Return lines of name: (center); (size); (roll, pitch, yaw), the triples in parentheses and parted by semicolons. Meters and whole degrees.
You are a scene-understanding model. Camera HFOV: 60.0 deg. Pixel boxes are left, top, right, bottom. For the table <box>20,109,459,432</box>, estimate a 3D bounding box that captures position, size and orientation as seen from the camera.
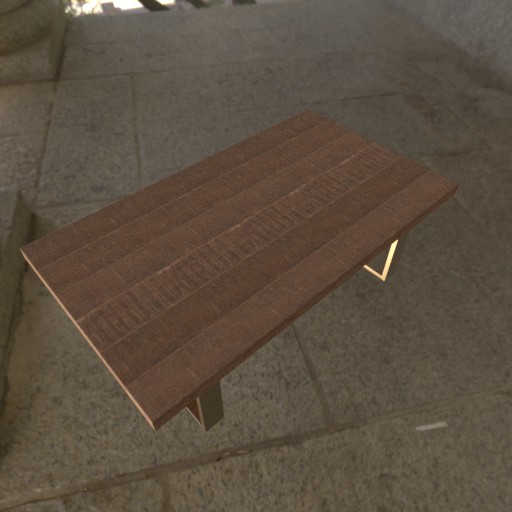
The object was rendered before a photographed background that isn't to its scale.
table: (0.000, 0.000, 1.755); (1.400, 0.440, 0.800); (-33, 55, -28)
